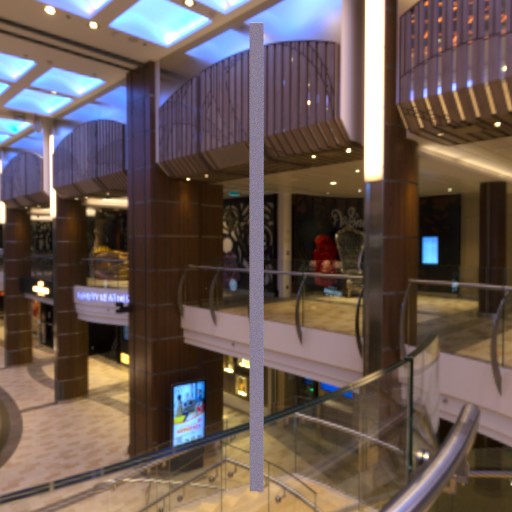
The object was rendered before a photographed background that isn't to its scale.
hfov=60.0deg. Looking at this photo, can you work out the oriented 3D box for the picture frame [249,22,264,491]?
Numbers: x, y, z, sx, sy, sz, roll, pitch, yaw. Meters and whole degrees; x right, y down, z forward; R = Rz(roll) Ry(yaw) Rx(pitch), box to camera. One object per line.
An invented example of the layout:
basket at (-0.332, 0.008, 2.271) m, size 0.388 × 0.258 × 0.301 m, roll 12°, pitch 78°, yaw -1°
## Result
picture frame at (0.000, 0.000, 0.563) m, size 0.013 × 0.434 × 0.305 m, roll 0°, pitch 1°, yaw 0°
